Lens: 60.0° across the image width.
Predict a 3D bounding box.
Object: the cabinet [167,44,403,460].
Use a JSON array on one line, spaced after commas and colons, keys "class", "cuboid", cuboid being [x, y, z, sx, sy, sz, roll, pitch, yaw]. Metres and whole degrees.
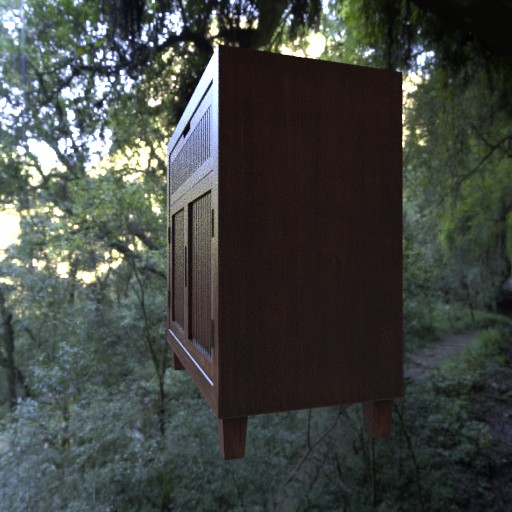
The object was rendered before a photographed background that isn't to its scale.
[{"class": "cabinet", "cuboid": [0.000, 0.000, 1.260, 0.412, 0.785, 0.796, 0, 0, -18]}]
